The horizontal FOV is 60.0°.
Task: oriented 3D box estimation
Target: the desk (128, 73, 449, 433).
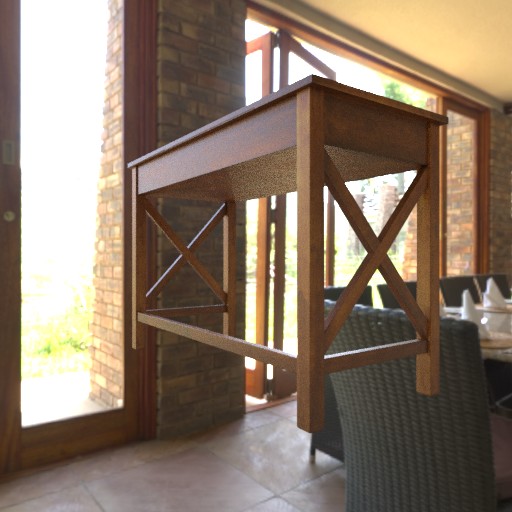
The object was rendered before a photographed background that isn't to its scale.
[{"bbox_3d":[0.000,0.000,1.525,0.508,0.762,1.117,0,0,-35],"label":"desk"}]
